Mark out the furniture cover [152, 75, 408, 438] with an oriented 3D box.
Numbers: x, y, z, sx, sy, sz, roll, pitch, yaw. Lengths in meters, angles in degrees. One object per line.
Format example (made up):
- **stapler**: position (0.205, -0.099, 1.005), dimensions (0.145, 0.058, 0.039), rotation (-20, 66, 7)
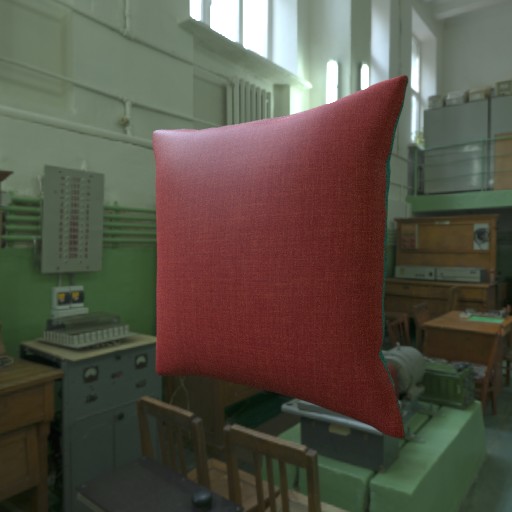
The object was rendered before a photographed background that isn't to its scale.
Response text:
- **furniture cover**: position (0.000, 0.000, 0.767), dimensions (0.517, 0.508, 0.158), rotation (1, 2, 36)
